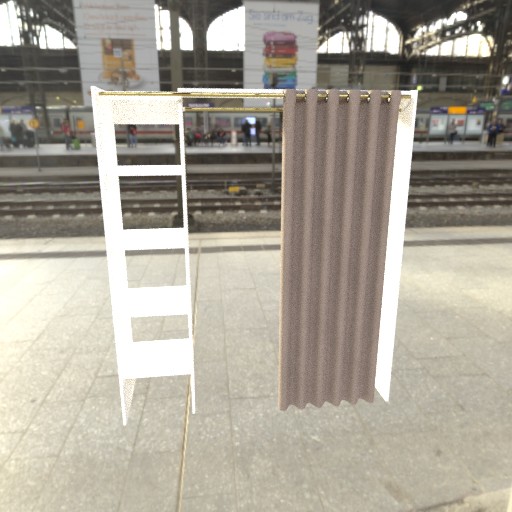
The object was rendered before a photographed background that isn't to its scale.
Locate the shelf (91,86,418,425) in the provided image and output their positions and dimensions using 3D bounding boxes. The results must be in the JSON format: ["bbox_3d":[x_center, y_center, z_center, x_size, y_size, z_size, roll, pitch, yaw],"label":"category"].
[{"bbox_3d":[0.000,0.000,2.610,1.600,1.820,0.500,-2,16,-8],"label":"shelf"}]
